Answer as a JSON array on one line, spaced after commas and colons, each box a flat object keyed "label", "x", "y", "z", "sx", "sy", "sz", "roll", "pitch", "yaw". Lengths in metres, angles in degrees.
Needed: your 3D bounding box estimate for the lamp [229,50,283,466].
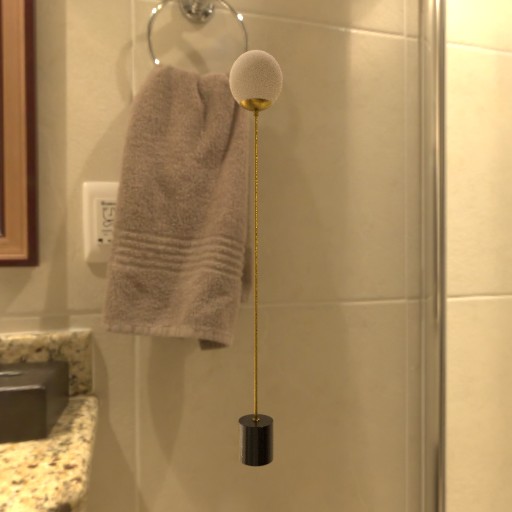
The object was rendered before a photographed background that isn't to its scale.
[{"label": "lamp", "x": 0.000, "y": 0.000, "z": 1.910, "sx": 0.229, "sy": 1.748, "sz": 0.229, "roll": 0, "pitch": 0, "yaw": 36}]
